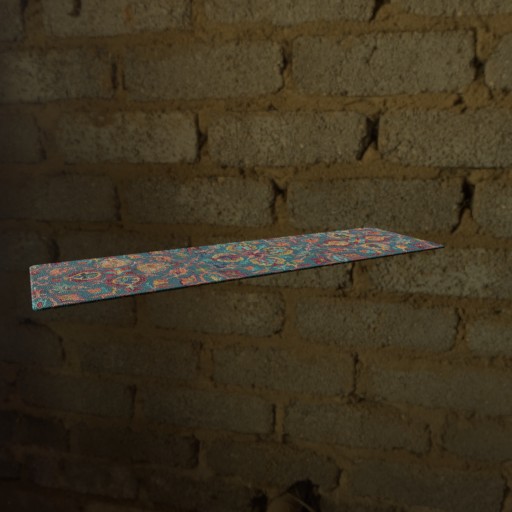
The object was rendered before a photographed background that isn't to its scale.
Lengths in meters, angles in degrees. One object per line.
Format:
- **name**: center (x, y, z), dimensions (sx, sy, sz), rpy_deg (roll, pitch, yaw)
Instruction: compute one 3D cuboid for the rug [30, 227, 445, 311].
- **rug**: center (0.000, 0.000, 2.508), dimensions (2.286, 0.013, 0.686), rpy_deg (-8, 17, -26)
